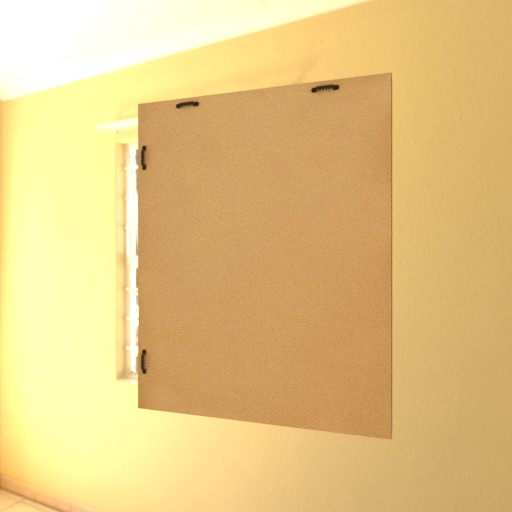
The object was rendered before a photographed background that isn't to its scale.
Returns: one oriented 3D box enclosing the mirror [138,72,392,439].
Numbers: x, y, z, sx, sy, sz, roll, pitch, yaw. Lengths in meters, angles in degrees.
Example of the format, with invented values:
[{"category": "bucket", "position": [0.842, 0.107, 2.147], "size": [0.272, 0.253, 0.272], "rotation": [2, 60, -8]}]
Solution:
[{"category": "mirror", "position": [0.000, 0.000, 0.692], "size": [0.406, 0.509, 0.041], "rotation": [0, 0, 18]}]
